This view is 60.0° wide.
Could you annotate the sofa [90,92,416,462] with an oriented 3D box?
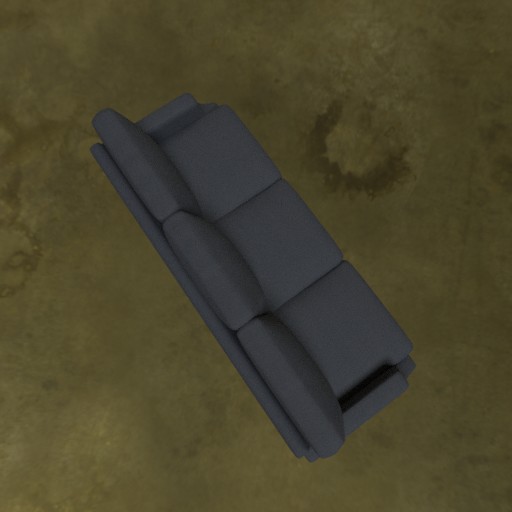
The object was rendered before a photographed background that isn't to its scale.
[{"bbox_3d":[0.000,0.000,2.583,0.888,0.984,2.115,-34,79,-8],"label":"sofa"}]
